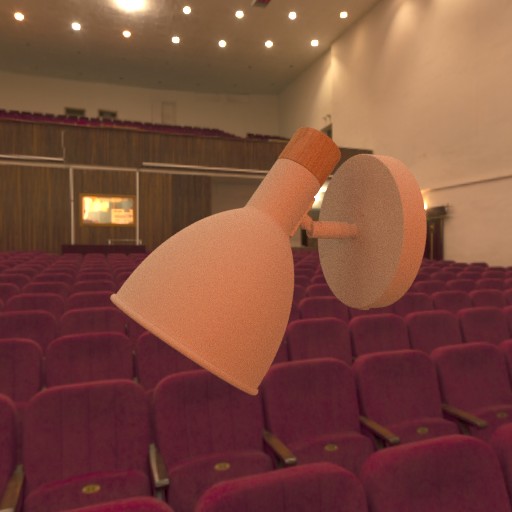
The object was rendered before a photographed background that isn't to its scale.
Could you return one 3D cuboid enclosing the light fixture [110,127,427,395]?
[{"bbox_3d":[0.000,0.000,0.334,0.209,0.199,0.127,0,0,-20],"label":"light fixture"}]
